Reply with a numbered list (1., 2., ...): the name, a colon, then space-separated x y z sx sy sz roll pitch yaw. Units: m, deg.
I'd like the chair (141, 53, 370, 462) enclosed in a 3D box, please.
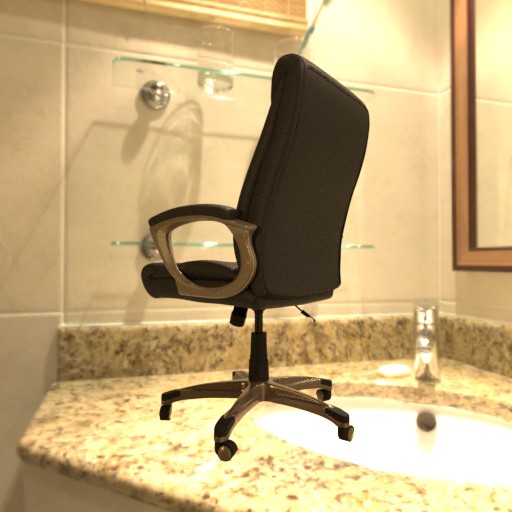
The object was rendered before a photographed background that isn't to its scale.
1. chair: 0.000 0.000 1.630 0.748 1.188 0.694 0 -1 36
